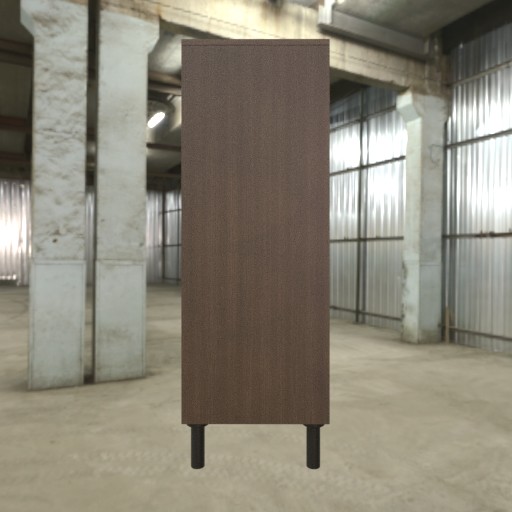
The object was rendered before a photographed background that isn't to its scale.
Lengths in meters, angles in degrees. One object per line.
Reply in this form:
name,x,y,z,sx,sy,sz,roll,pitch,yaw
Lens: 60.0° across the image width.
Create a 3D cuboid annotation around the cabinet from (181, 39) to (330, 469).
cabinet,0.000,0.000,1.699,0.400,1.170,1.010,0,0,0
